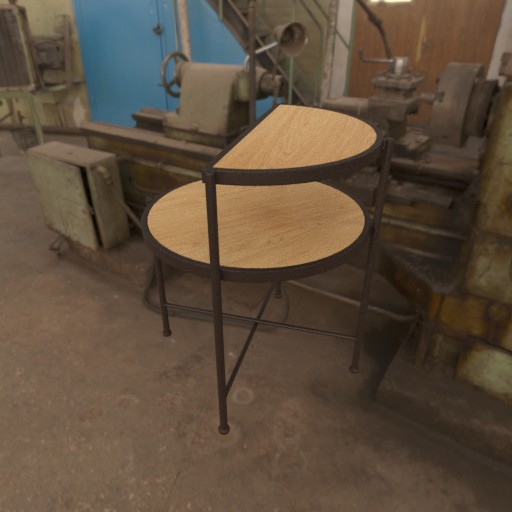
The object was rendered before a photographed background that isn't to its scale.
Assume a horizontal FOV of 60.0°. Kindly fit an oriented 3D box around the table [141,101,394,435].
[{"bbox_3d":[0.000,0.000,1.198,0.628,0.684,0.629,8,32,13],"label":"table"}]
